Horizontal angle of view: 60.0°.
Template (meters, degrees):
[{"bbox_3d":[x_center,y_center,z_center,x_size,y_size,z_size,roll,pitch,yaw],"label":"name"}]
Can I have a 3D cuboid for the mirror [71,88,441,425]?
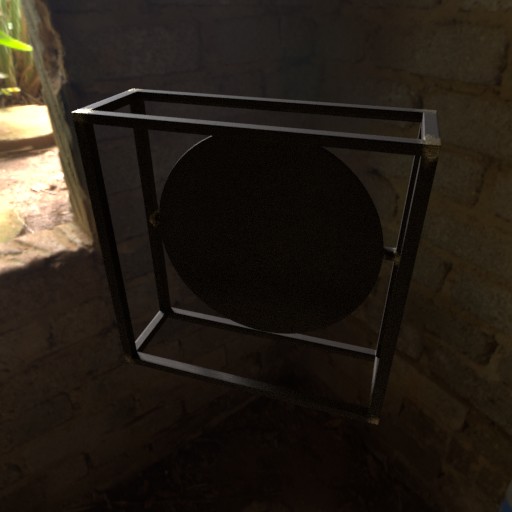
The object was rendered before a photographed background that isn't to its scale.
[{"bbox_3d":[0.000,0.000,0.473,0.306,0.303,0.107,10,33,15],"label":"mirror"}]
